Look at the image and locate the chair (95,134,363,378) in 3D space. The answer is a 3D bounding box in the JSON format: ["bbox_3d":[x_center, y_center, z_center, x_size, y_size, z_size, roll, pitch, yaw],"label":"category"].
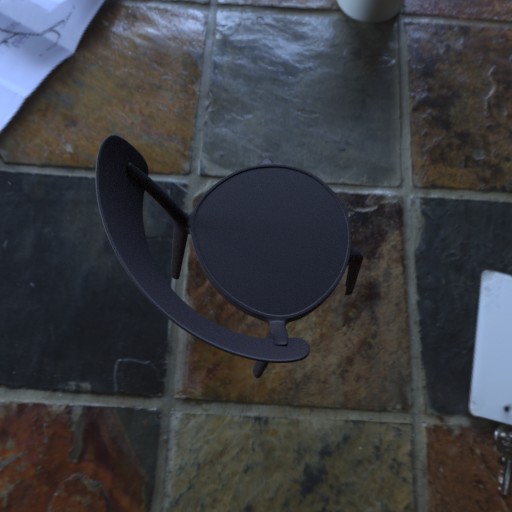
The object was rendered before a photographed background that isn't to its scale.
[{"bbox_3d":[0.000,0.000,1.112,0.491,0.790,0.506,-40,78,-10],"label":"chair"}]
